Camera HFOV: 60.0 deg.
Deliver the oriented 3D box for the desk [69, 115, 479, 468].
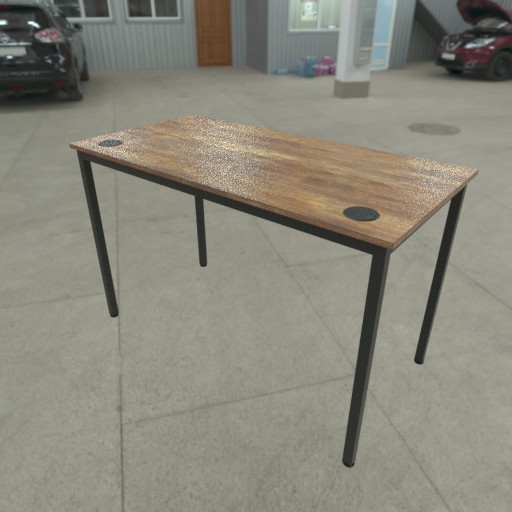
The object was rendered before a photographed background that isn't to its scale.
[{"bbox_3d":[0.000,0.000,1.609,1.200,0.749,0.600,22,36,33],"label":"desk"}]
